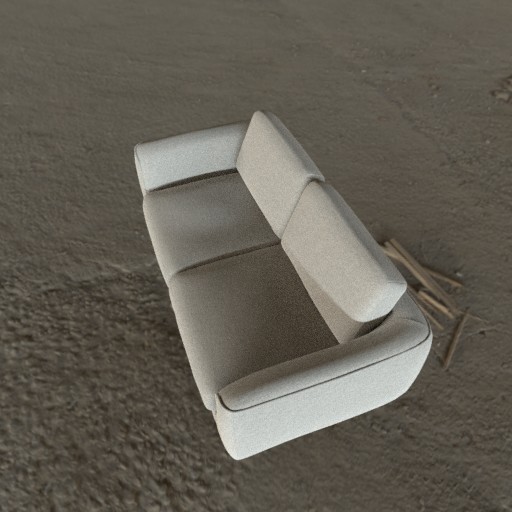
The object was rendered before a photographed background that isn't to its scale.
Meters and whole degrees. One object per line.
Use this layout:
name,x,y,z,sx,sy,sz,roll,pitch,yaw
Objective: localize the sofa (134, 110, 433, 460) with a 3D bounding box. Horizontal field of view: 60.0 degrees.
sofa,0.000,0.000,2.195,0.920,0.850,1.700,-16,49,-14
